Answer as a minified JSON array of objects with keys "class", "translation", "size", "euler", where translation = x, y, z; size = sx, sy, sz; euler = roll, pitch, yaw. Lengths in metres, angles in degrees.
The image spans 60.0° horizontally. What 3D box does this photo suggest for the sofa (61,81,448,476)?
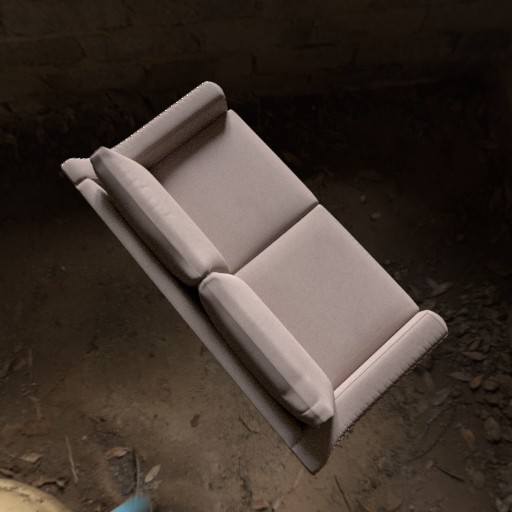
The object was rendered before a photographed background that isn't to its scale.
[{"class":"sofa","translation":[0.000,0.000,2.496],"size":[1.030,0.901,1.967],"euler":[-40,79,-9]}]
